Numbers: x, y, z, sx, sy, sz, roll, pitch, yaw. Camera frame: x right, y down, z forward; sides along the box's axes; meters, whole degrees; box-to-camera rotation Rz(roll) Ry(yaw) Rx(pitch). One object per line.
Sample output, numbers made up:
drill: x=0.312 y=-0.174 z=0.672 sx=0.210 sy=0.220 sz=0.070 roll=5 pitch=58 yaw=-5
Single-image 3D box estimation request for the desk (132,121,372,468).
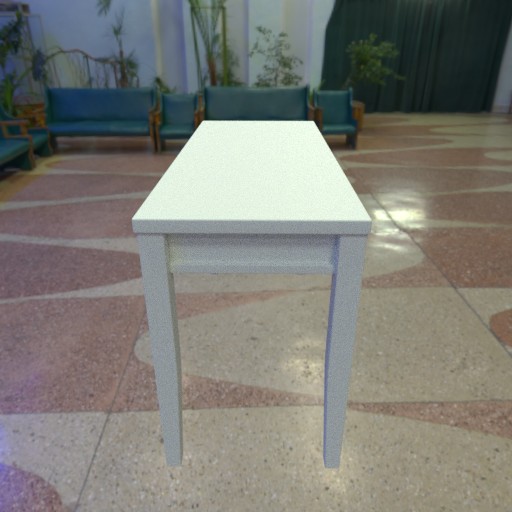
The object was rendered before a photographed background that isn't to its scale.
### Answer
desk: x=0.000 y=0.000 z=1.650 sx=0.508 sy=0.775 sz=1.220 roll=0 pitch=26 yaw=1
